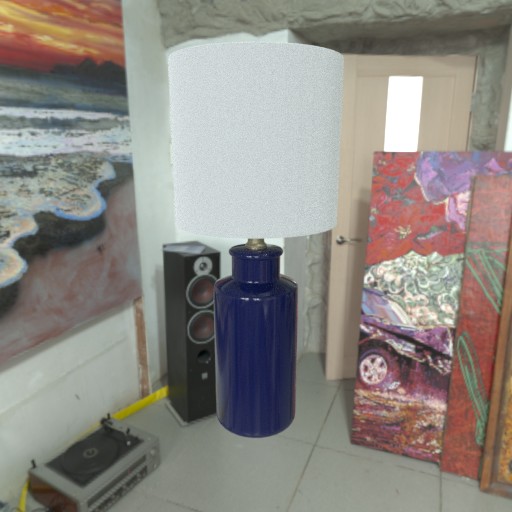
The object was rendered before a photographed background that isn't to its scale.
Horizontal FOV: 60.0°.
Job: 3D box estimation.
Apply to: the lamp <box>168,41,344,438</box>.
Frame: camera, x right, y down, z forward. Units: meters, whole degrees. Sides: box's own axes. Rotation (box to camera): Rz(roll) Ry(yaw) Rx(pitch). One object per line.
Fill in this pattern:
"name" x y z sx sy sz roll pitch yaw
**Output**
"lamp" 0.000 0.000 0.603 0.212 0.493 0.212 -2 14 -7
